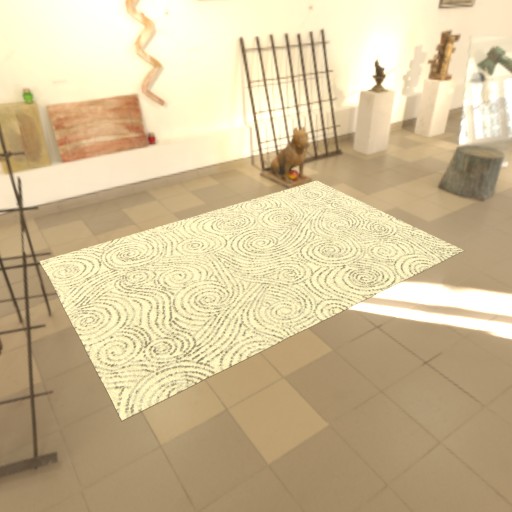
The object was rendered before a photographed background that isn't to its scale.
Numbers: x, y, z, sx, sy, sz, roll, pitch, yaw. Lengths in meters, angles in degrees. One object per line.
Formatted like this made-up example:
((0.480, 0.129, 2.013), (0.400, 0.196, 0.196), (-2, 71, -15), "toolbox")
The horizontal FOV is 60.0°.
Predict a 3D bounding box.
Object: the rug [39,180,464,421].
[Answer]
((0.000, 0.000, 2.991), (2.439, 0.005, 1.524), (-20, 37, -29), "rug")
